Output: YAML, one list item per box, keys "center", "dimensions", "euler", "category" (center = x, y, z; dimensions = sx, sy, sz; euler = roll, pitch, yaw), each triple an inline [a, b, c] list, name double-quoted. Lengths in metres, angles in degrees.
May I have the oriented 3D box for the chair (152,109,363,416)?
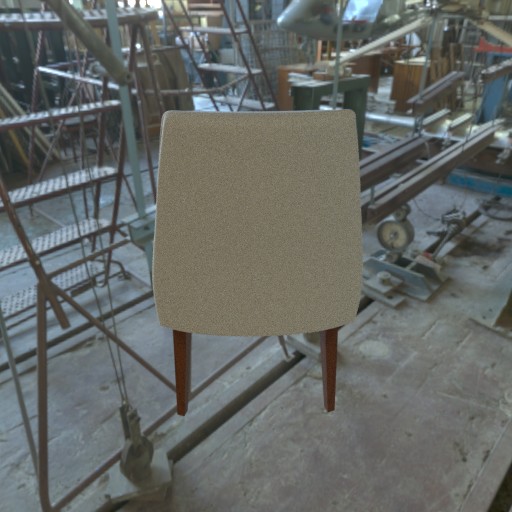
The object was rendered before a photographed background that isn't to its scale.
- center: [0.000, 0.000, 1.206]
  dimensions: [0.529, 0.861, 0.544]
  euler: [-1, 30, -2]
  category: "chair"
